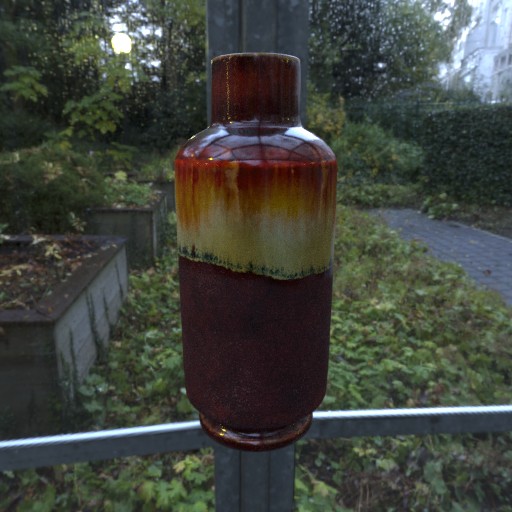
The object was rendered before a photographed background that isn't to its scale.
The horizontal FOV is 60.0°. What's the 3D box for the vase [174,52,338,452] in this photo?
[{"bbox_3d":[0.000,0.000,0.319,0.111,0.261,0.111,0,15,0],"label":"vase"}]
